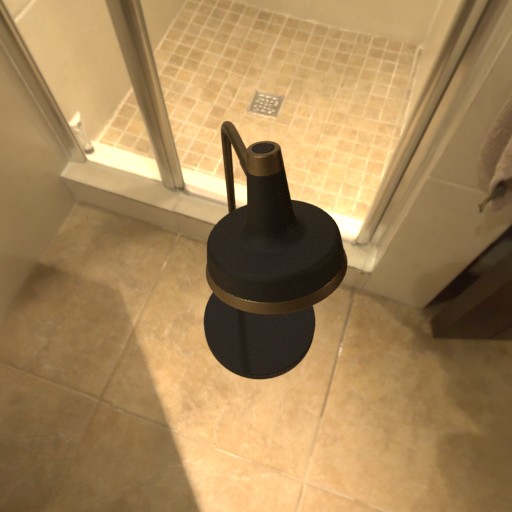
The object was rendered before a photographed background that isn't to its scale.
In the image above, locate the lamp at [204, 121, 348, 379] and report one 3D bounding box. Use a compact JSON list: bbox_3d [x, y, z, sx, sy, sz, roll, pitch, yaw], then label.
[{"bbox_3d":[0.000,0.000,0.486,0.162,0.385,0.218,-16,65,-8],"label":"lamp"}]
